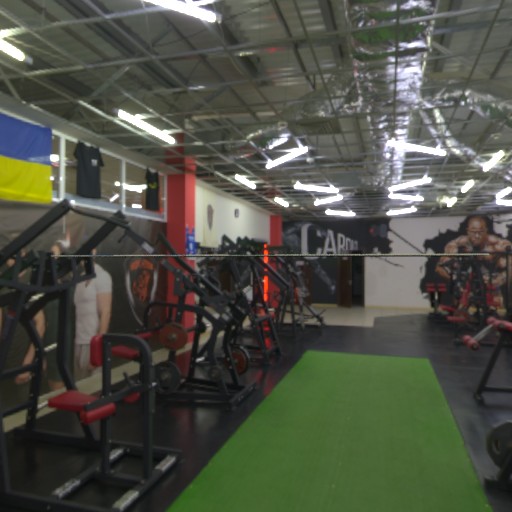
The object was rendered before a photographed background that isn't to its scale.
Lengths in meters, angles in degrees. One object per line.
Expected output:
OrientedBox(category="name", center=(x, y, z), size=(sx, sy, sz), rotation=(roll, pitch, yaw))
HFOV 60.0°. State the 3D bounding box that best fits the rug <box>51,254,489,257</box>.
OrientedBox(category="rug", center=(0.000, 0.000, 2.709), size=(2.437, 0.008, 0.774), rotation=(0, -1, 19))
